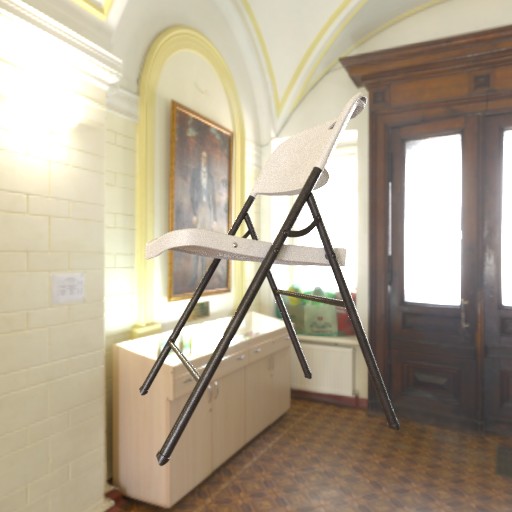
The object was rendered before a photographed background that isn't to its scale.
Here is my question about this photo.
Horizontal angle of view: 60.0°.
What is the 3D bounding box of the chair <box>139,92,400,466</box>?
[{"bbox_3d":[0.000,0.000,1.172,0.566,0.810,0.494,0,0,-19],"label":"chair"}]
